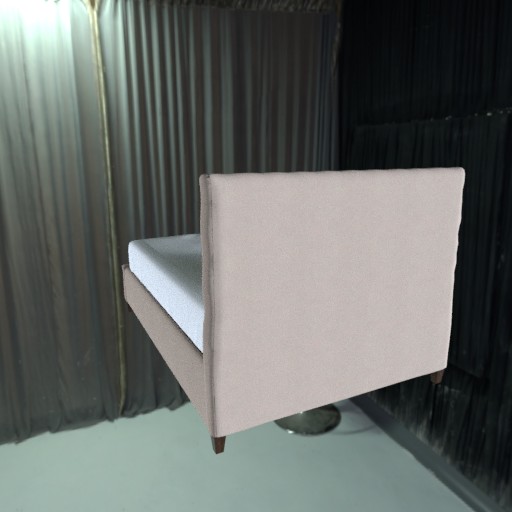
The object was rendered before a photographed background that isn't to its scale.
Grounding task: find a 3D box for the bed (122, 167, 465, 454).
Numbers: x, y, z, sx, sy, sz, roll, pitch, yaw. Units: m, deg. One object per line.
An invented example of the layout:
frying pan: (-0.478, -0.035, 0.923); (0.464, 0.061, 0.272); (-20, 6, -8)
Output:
bed: (0.000, 0.000, 3.490); (1.698, 1.427, 2.387); (-7, 15, -26)
